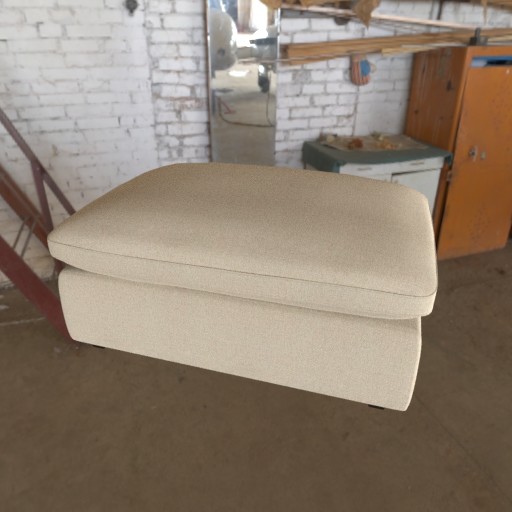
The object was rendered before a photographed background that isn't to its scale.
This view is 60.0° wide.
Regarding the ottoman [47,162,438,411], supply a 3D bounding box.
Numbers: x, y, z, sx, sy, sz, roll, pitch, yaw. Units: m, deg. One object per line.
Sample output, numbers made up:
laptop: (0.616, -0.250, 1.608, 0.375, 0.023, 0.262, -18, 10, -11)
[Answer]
ottoman: (0.000, 0.000, 1.364, 0.984, 0.453, 0.686, 8, 29, 15)
